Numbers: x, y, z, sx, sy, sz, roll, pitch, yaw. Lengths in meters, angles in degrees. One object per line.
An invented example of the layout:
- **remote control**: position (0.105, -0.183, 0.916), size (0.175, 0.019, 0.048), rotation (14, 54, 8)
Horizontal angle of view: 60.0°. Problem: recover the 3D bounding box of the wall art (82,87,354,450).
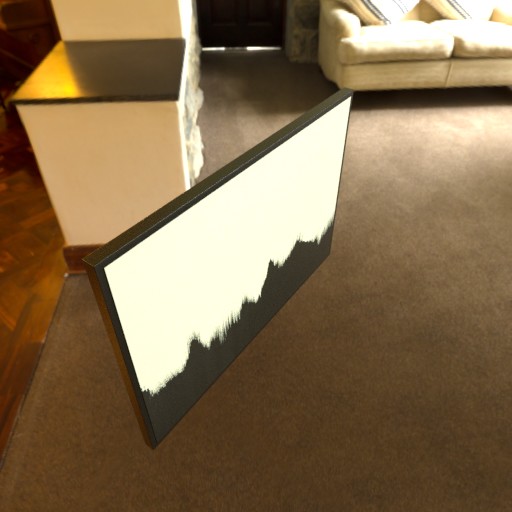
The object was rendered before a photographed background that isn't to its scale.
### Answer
- **wall art**: position (0.000, 0.000, 0.853), size (0.022, 0.446, 0.659), rotation (25, 47, 26)
